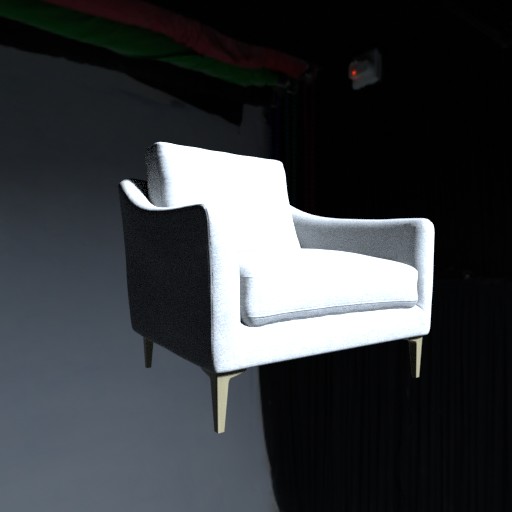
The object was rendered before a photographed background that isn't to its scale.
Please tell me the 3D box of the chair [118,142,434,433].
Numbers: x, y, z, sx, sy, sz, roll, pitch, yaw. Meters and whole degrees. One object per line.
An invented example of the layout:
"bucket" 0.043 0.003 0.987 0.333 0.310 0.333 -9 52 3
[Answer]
"chair" 0.000 0.000 1.734 0.986 0.902 0.961 0 0 -37
